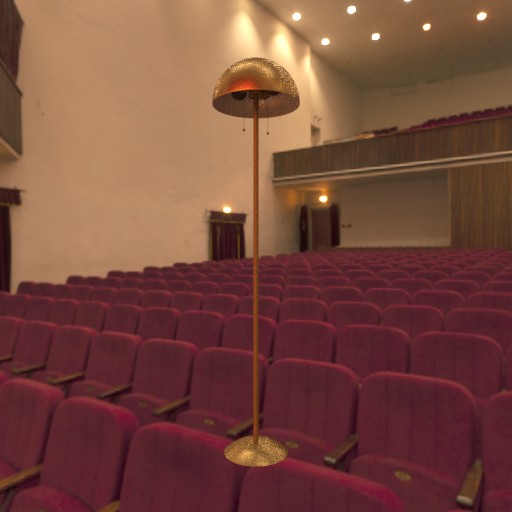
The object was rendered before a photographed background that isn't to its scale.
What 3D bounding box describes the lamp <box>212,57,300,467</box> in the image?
[{"bbox_3d":[0.000,0.000,1.672,0.328,1.480,0.328,0,1,35],"label":"lamp"}]
